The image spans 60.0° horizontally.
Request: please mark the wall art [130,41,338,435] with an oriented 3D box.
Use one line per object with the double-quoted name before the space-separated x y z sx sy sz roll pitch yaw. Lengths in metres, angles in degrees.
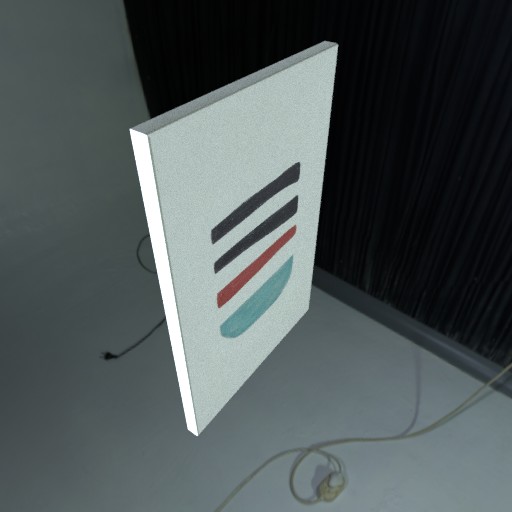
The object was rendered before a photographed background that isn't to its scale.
"wall art" 0.000 0.000 1.159 0.038 0.912 0.607 25 47 27
